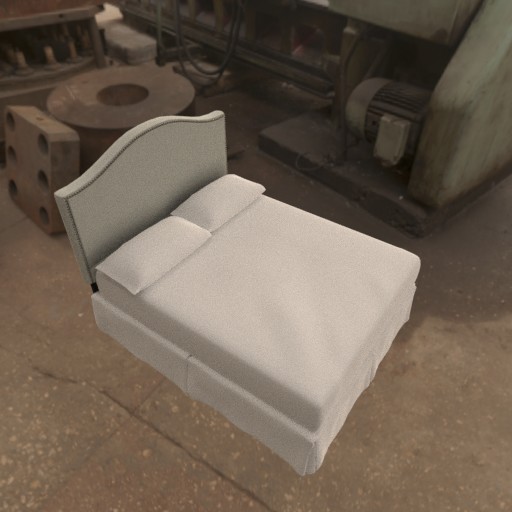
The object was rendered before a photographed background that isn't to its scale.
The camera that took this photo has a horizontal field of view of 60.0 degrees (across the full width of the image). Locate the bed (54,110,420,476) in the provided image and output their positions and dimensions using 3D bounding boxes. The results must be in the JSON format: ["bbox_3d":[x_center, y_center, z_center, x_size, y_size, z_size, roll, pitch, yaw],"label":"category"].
[{"bbox_3d":[0.000,0.000,3.416,2.180,1.607,1.813,25,47,26],"label":"bed"}]
